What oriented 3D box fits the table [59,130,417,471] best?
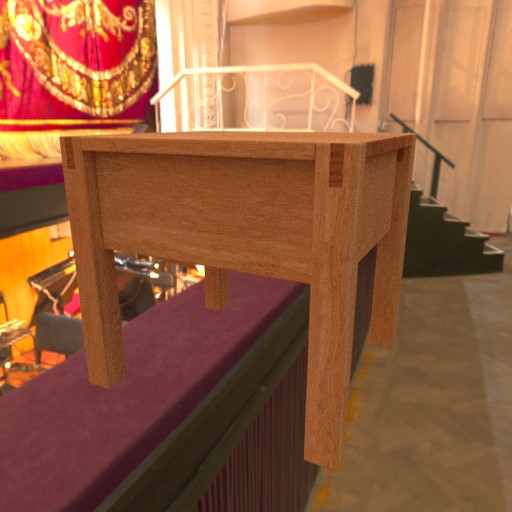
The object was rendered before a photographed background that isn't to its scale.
[{"bbox_3d":[0.000,0.000,0.851,0.480,0.450,0.440,9,19,26],"label":"table"}]
